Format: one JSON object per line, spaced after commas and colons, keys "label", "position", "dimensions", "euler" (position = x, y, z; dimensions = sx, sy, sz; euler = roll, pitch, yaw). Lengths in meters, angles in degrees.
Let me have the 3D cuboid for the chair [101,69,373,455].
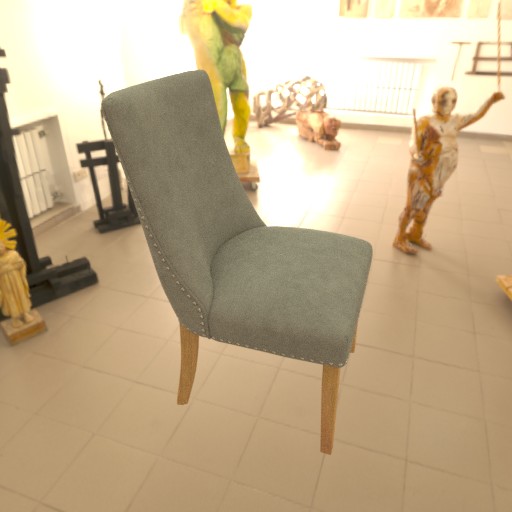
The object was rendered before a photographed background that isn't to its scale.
{"label": "chair", "position": [0.000, 0.000, 1.241], "dimensions": [0.610, 0.902, 0.495], "euler": [10, 31, 16]}
